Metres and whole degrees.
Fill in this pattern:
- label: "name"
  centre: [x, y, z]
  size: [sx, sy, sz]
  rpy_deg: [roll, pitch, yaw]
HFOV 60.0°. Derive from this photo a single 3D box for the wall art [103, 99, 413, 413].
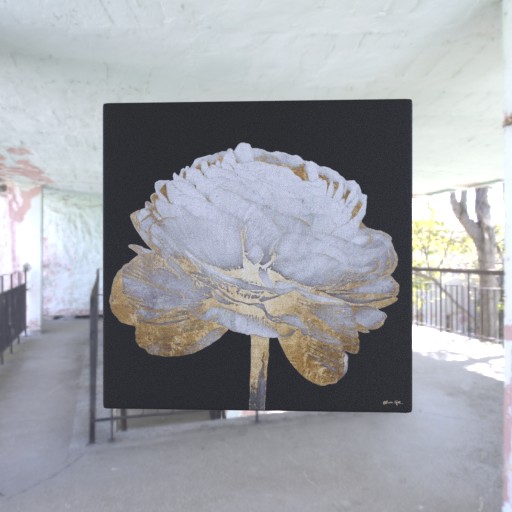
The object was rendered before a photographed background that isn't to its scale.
- label: "wall art"
  centre: [0.000, 0.000, 0.601]
  size: [0.406, 0.407, 0.041]
  rpy_deg: [0, 0, 2]
